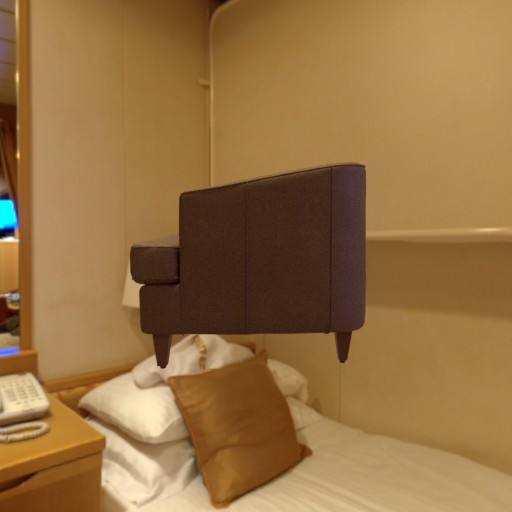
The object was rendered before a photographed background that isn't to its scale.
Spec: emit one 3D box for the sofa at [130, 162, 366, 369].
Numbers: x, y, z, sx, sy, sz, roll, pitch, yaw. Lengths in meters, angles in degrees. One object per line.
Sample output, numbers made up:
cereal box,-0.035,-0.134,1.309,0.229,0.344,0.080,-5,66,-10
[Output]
sofa,0.000,0.000,2.656,0.927,0.787,2.227,0,1,0
